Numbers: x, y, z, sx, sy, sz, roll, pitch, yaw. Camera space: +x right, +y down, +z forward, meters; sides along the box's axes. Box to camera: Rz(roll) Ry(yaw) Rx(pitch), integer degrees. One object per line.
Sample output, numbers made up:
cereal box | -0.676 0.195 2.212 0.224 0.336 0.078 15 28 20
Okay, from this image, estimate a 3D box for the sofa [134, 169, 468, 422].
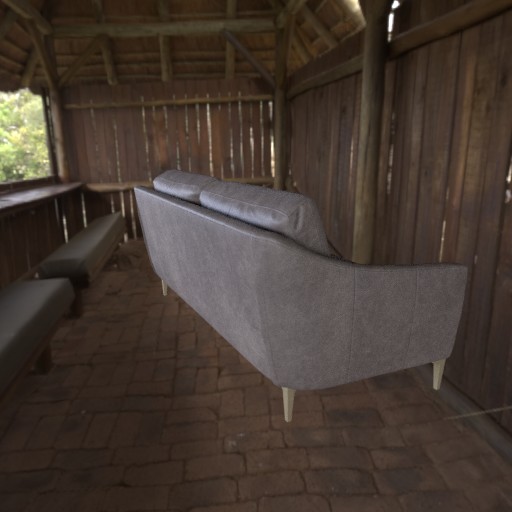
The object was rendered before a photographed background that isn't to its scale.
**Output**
sofa | 0.000 0.000 2.522 0.960 0.902 2.036 -8 17 -27
